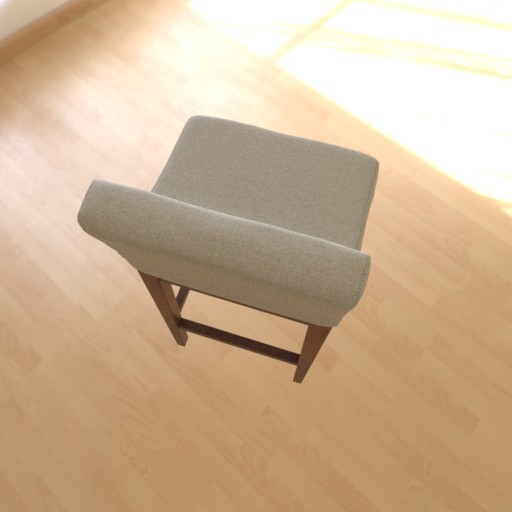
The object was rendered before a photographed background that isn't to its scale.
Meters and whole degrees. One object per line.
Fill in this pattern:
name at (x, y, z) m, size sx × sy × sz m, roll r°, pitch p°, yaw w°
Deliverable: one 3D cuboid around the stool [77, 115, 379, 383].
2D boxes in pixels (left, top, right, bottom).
stool at (0.000, 0.000, 1.228) m, size 0.511 × 0.937 × 0.500 m, roll 16°, pitch 65°, yaw 8°
